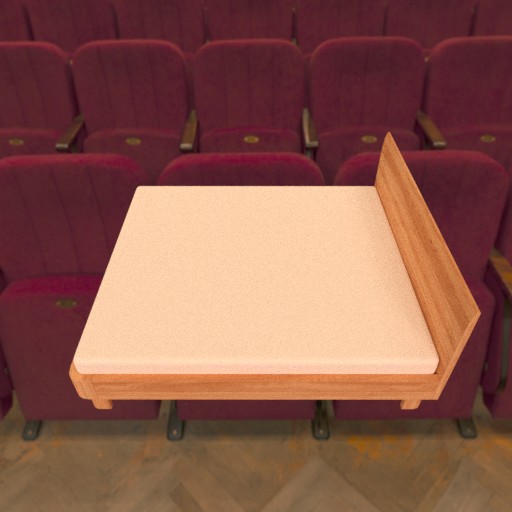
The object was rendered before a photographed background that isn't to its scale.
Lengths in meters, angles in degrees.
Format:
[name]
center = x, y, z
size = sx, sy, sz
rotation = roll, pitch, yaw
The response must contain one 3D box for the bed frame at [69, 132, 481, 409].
[bed frame]
center = 0.000, 0.000, 3.069
size = 2.092, 0.940, 1.872
rotation = 0, 41, 0
